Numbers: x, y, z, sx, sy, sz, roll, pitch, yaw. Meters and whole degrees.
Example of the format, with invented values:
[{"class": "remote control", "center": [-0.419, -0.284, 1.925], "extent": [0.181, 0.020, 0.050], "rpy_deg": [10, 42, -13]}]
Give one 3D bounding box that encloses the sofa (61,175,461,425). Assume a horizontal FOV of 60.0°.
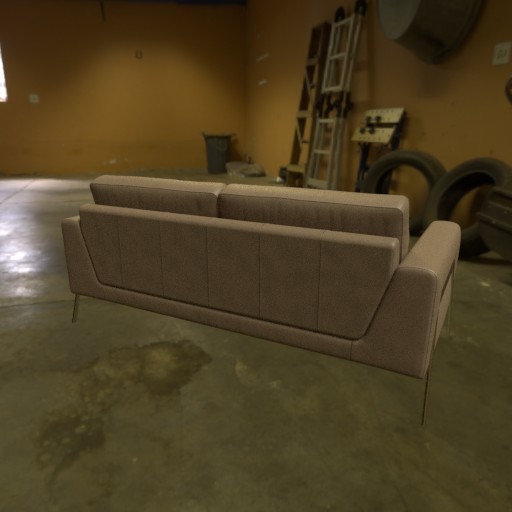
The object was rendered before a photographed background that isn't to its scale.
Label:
[{"class": "sofa", "center": [0.000, 0.000, 2.476], "extent": [2.017, 0.875, 0.953], "rpy_deg": [9, 18, 27]}]
